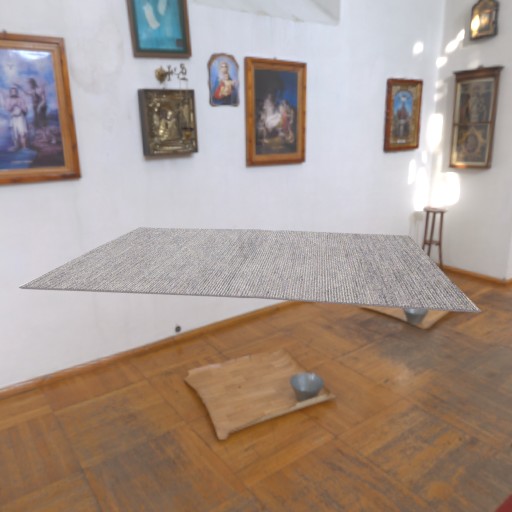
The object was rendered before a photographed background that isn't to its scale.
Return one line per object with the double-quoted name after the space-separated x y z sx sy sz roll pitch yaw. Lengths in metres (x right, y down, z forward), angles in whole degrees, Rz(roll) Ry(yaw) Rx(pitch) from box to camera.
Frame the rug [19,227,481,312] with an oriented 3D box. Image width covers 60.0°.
0.000 0.000 2.942 2.307 0.030 1.604 2 15 8 "rug"
